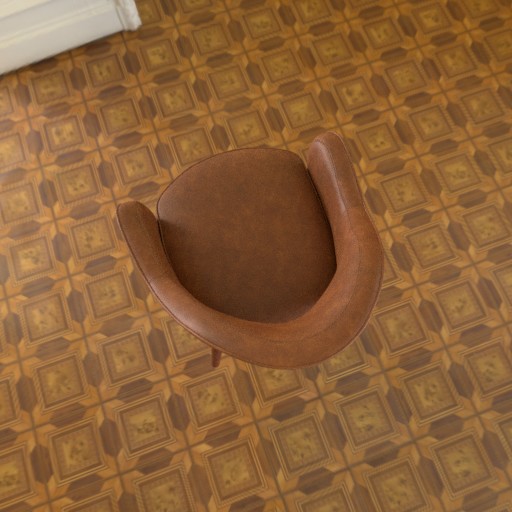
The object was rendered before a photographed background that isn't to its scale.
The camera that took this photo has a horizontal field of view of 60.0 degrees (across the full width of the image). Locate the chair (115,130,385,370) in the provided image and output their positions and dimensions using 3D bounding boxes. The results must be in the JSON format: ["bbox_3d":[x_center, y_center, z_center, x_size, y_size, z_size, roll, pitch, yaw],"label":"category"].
[{"bbox_3d":[0.000,0.000,1.201,0.591,0.777,0.640,-20,75,-6],"label":"chair"}]
